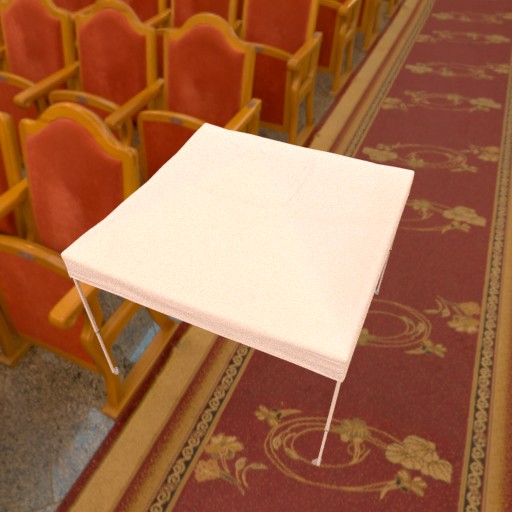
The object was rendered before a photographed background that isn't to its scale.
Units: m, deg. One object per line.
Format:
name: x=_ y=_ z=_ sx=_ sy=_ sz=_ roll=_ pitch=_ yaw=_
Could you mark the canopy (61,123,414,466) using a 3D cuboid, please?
canopy: x=0.000 y=0.000 z=5.496 sx=2.998 sy=2.997 sz=2.996 roll=18 pitch=47 yaw=17
